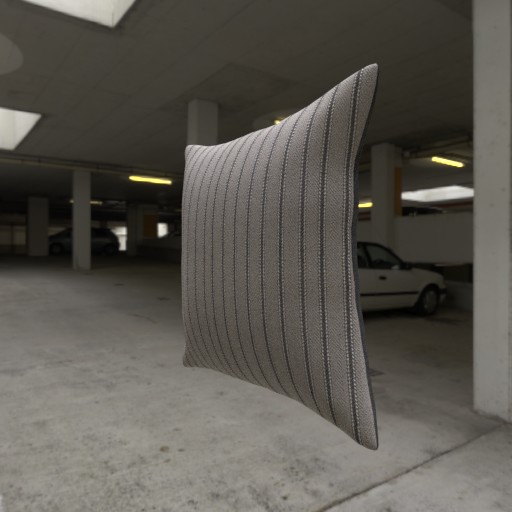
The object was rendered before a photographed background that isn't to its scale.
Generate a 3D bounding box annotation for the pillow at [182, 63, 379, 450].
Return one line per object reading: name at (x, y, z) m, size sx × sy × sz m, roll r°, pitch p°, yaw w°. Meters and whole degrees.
pillow at (0.000, 0.000, 0.692) m, size 0.138 × 0.444 × 0.468 m, roll 0°, pitch 0°, yaw -37°
